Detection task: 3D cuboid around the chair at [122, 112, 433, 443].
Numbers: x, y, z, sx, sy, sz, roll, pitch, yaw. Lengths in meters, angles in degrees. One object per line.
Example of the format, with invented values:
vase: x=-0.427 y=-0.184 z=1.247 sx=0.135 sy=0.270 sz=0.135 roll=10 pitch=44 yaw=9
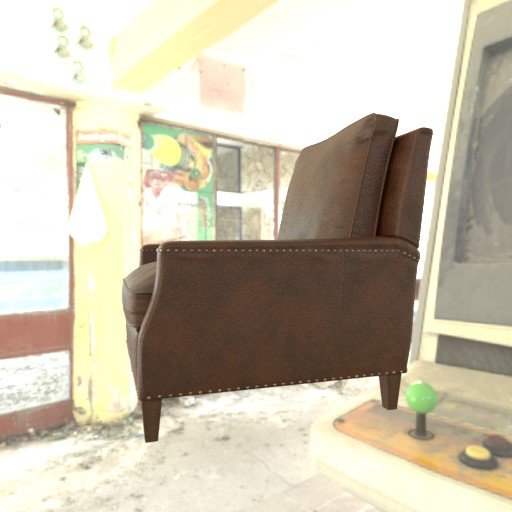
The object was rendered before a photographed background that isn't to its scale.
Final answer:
chair: x=0.000 y=0.000 z=1.784 sx=1.035 sy=1.054 sz=0.854 roll=0 pitch=1 yaw=-19
